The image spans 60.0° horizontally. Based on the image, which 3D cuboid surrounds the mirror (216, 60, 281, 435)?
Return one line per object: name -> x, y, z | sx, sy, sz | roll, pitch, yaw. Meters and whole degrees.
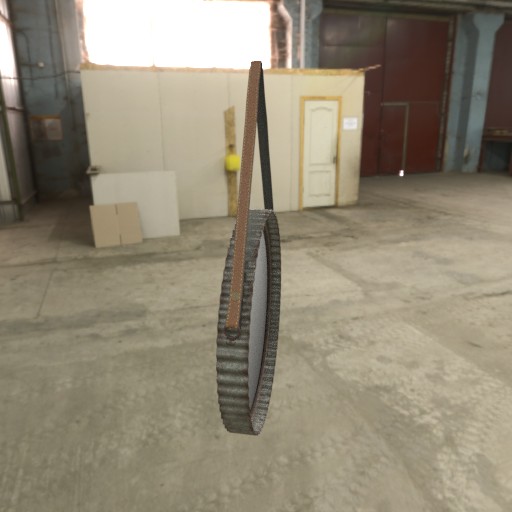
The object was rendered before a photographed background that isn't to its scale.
mirror -> 0.000, 0.000, 0.696 | 0.042, 0.568, 0.355 | 3, 17, 9
